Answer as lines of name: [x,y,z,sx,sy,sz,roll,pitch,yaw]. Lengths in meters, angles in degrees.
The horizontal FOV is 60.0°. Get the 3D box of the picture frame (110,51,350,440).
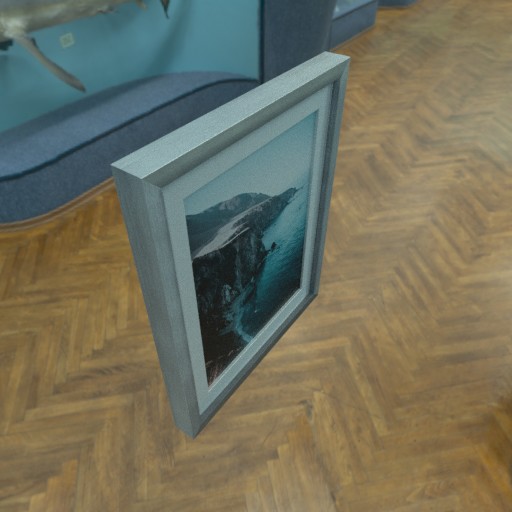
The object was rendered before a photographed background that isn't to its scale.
picture frame: [0.000,0.000,0.770,0.046,0.555,0.449,26,48,26]
